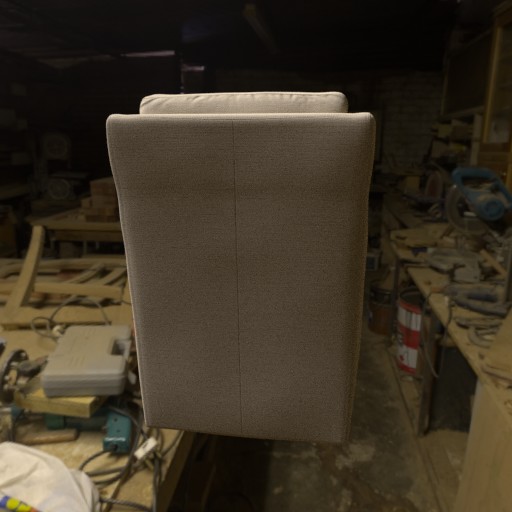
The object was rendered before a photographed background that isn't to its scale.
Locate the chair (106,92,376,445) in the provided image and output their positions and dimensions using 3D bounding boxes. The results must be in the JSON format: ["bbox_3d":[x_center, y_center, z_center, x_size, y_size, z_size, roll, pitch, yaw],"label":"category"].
[{"bbox_3d":[0.000,0.000,1.368,0.626,0.914,0.694,2,15,7],"label":"chair"}]
